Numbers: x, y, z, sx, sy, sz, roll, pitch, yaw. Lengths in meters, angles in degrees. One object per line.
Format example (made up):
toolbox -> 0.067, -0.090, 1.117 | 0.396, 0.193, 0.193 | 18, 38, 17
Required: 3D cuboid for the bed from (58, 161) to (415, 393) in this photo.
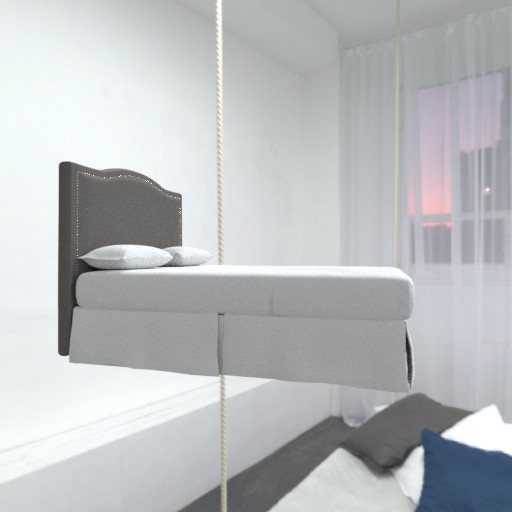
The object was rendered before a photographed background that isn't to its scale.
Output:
bed -> 0.000, 0.000, 3.474 | 2.282, 1.436, 1.821 | 0, 0, 16
